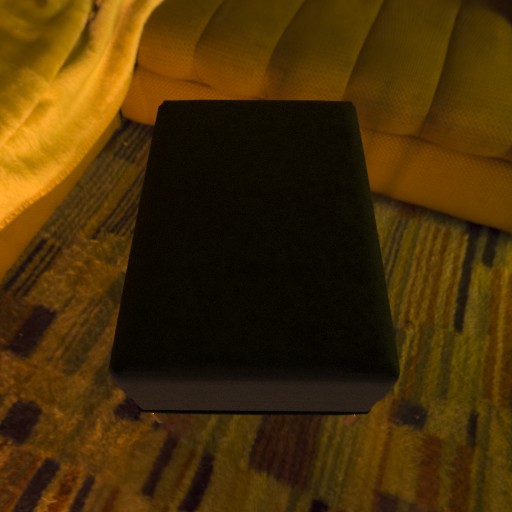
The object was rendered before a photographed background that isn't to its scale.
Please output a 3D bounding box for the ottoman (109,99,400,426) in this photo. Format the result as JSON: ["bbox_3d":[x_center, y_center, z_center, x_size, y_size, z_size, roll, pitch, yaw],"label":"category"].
[{"bbox_3d":[0.000,0.000,1.244,0.587,0.498,0.835,0,58,0],"label":"ottoman"}]
